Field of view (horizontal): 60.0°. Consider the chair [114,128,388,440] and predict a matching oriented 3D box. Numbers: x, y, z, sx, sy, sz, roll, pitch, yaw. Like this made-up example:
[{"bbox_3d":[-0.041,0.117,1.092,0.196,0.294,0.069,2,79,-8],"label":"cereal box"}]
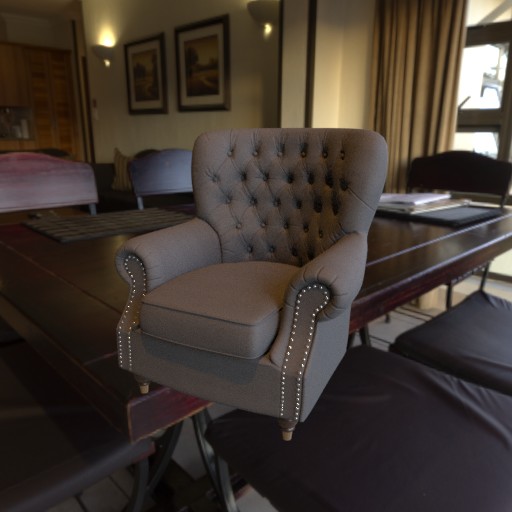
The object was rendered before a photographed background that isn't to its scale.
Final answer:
[{"bbox_3d":[0.000,0.000,1.871,0.983,1.046,0.983,8,17,26],"label":"chair"}]
